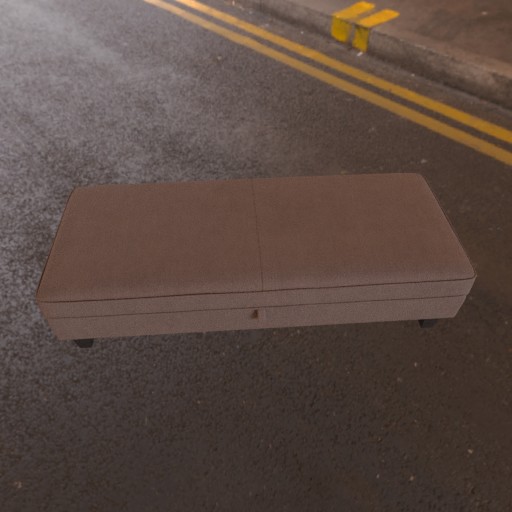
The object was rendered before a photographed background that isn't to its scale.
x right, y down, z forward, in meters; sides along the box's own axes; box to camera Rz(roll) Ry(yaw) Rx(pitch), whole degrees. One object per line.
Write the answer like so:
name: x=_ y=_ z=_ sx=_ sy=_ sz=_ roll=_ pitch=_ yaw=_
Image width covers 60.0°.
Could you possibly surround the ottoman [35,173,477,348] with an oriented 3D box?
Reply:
ottoman: x=0.000 y=0.000 z=2.075 sx=1.764 sy=0.470 sz=0.751 roll=-3 pitch=47 yaw=-3
